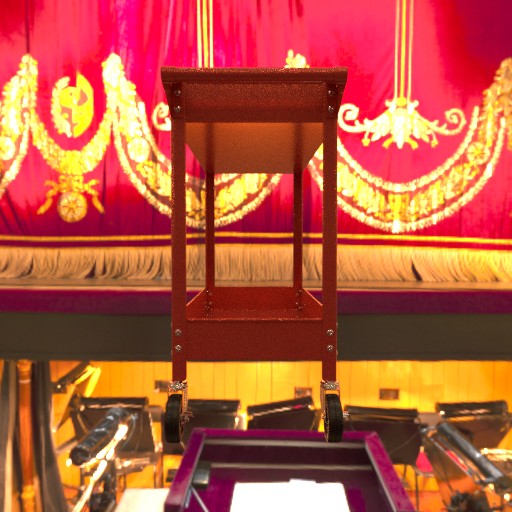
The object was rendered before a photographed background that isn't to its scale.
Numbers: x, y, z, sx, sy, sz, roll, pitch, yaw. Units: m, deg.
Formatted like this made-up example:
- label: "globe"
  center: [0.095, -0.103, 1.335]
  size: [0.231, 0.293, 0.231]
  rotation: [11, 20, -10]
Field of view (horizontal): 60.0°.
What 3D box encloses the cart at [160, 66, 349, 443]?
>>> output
- label: "cart"
  center: [0.000, 0.000, 1.180]
  size: [0.366, 0.719, 0.779]
  rotation: [0, 2, 0]
